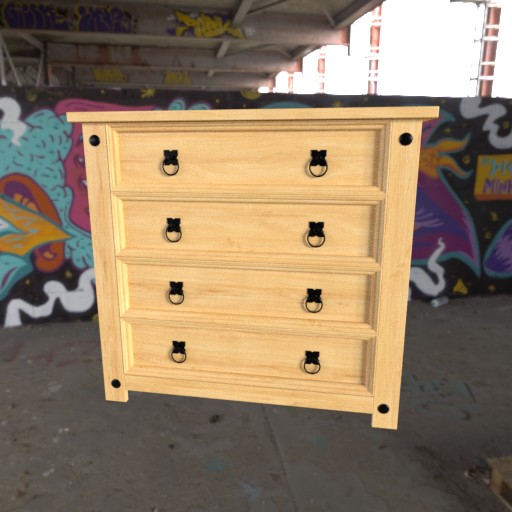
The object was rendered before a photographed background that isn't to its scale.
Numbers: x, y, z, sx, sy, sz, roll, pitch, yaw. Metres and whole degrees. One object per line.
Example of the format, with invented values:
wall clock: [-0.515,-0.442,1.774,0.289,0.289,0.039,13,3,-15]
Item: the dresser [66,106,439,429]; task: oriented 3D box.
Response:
dresser: [0.000,0.000,1.214,0.800,0.730,0.410,2,13,10]
